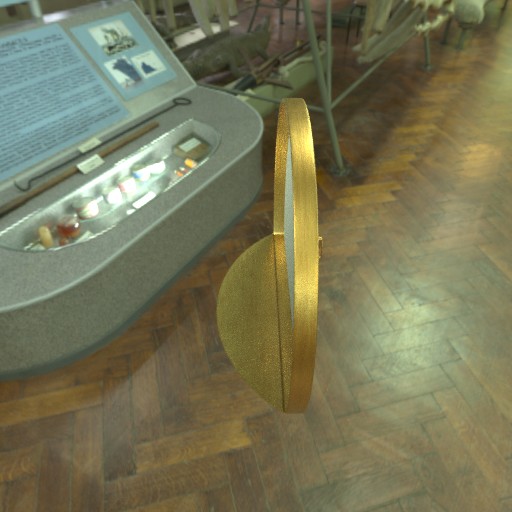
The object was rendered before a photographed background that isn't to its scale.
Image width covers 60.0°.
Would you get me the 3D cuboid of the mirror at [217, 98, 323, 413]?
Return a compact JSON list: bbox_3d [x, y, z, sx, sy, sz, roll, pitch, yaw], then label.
[{"bbox_3d":[0.000,0.000,0.682,0.133,0.457,0.457,0,41,0],"label":"mirror"}]
